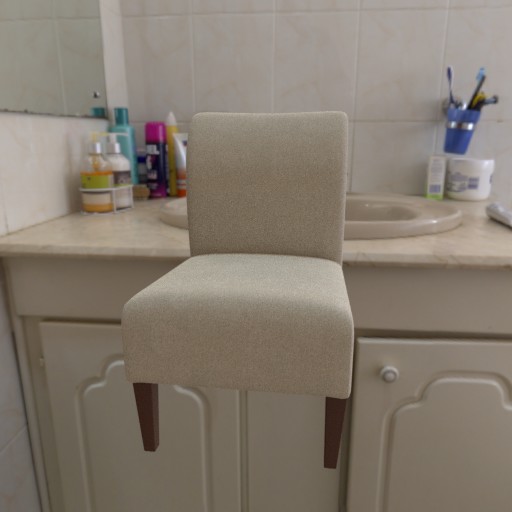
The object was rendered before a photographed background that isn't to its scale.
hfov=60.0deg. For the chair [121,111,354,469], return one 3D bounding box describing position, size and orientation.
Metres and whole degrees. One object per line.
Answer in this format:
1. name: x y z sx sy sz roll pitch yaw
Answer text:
1. chair: 0.000 0.000 1.282 0.521 0.833 0.754 2 15 8
